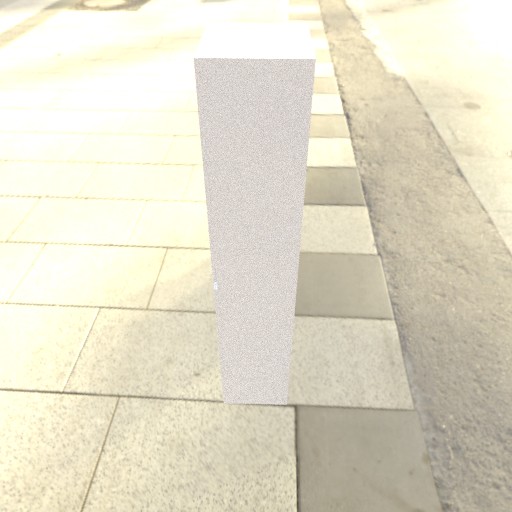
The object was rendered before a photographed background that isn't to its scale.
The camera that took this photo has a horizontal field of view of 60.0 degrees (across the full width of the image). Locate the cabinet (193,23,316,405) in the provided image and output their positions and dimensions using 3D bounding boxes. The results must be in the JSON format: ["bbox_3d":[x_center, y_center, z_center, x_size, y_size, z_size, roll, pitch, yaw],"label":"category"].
[{"bbox_3d":[0.000,0.000,1.541,0.269,1.400,0.300,1,41,1],"label":"cabinet"}]
